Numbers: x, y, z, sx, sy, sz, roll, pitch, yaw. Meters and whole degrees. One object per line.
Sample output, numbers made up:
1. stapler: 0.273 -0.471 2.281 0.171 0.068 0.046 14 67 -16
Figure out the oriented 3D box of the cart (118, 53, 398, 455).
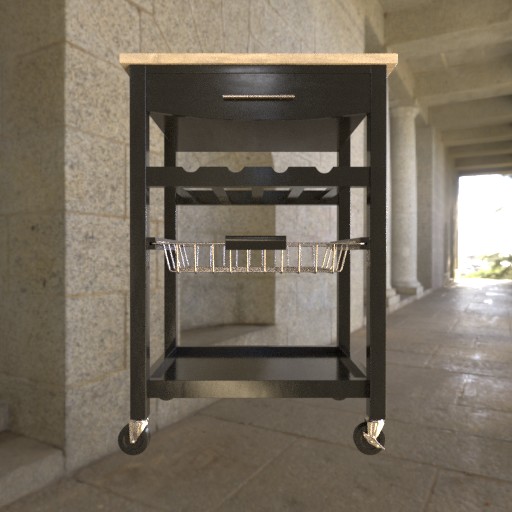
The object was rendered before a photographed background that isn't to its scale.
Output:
1. cart: 0.000 0.000 1.113 0.584 0.839 0.403 0 0 0
